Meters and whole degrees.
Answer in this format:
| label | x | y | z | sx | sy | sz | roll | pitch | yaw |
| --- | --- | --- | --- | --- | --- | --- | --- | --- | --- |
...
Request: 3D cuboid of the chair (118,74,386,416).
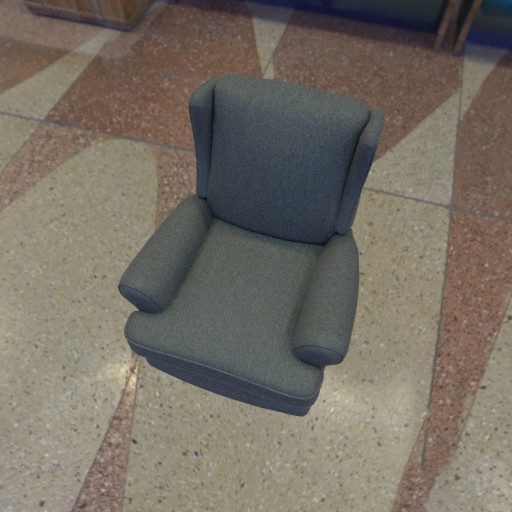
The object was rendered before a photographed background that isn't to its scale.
| label | x | y | z | sx | sy | sz | roll | pitch | yaw |
| --- | --- | --- | --- | --- | --- | --- | --- | --- | --- |
| chair | 0.000 | 0.000 | 1.753 | 0.847 | 1.011 | 0.969 | 16 | 59 | 10 |
